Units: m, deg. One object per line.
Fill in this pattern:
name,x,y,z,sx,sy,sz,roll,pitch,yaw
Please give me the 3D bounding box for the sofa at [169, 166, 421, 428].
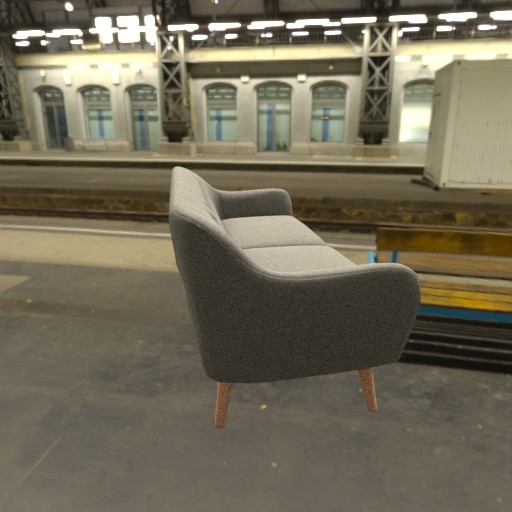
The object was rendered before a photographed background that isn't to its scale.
sofa,0.000,0.000,2.261,0.820,0.820,1.840,-3,17,-9
